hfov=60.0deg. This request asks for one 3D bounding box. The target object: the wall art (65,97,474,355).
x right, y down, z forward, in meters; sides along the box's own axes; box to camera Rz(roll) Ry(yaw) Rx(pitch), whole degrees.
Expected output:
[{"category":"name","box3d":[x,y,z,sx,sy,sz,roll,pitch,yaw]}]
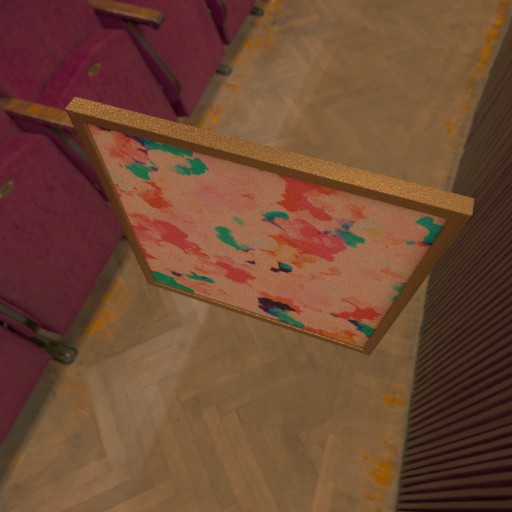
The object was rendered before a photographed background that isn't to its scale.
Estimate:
[{"category":"wall art","box3d":[0.000,0.000,1.133,0.767,0.765,0.036,17,61,9]}]
